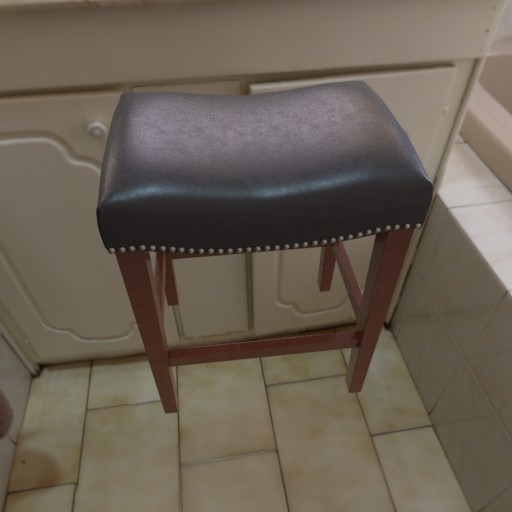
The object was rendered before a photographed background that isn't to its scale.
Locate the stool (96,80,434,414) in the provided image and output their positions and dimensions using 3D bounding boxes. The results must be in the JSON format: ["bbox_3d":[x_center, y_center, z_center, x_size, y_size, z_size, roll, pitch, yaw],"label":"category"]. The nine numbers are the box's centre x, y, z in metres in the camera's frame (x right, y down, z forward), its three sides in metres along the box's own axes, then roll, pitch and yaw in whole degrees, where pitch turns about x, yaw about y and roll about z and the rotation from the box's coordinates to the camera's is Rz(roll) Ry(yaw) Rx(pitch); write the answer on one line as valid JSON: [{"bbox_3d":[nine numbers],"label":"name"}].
[{"bbox_3d":[0.000,0.000,0.970,0.504,0.654,0.372,-5,46,-5],"label":"stool"}]
